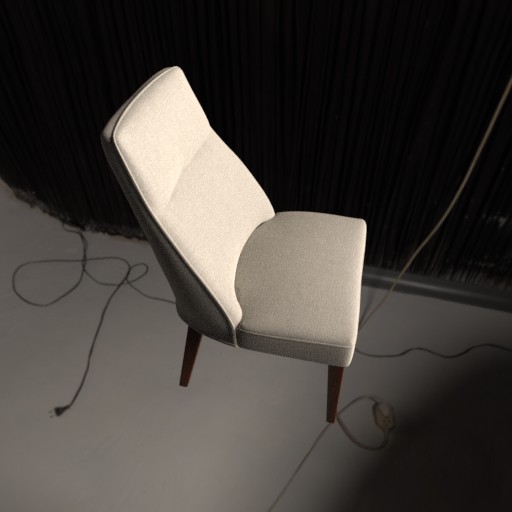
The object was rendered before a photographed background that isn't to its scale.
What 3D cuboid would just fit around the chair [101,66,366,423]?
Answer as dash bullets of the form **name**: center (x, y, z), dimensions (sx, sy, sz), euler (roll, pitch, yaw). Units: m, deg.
- **chair**: center (0.000, 0.000, 1.293), dimensions (0.620, 0.930, 0.500), euler (9, 45, 9)
